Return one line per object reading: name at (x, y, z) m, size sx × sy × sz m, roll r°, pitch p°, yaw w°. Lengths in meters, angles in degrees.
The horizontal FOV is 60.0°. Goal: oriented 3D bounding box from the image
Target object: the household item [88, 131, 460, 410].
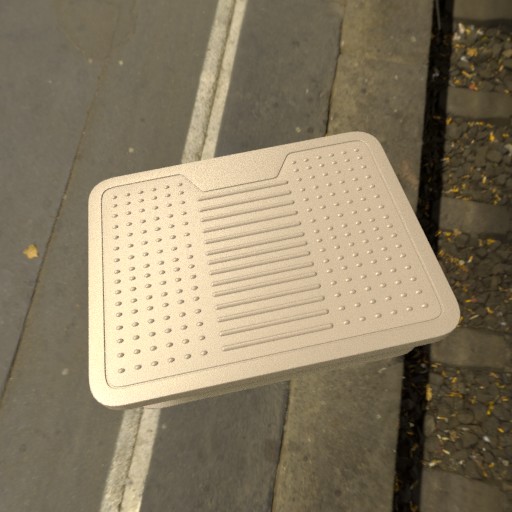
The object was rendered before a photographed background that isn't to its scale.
household item at (0.000, 0.000, 0.534) m, size 0.390 × 0.126 × 0.301 m, roll -12°, pitch 76°, yaw -3°
